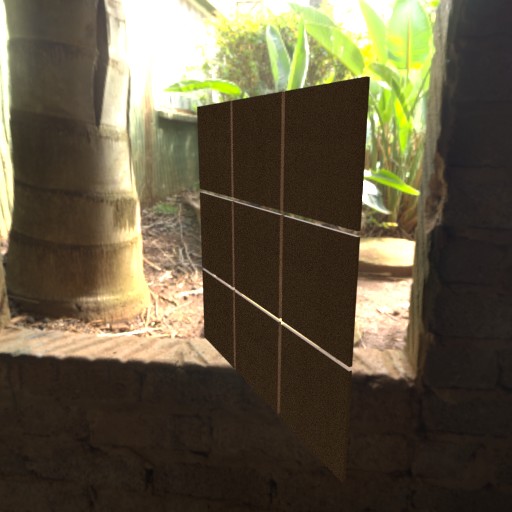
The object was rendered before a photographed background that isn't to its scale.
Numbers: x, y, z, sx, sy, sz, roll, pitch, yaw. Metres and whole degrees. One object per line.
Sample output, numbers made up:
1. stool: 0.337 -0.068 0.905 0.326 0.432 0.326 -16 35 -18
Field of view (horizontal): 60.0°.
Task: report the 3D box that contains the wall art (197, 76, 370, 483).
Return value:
1. wall art: 0.000 0.000 1.790 0.013 1.218 1.219 -8 17 -27
